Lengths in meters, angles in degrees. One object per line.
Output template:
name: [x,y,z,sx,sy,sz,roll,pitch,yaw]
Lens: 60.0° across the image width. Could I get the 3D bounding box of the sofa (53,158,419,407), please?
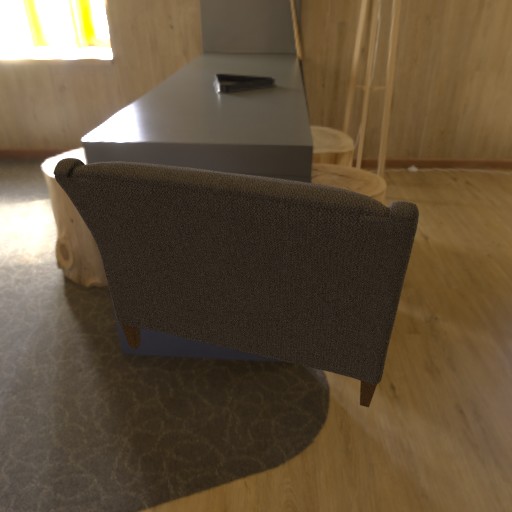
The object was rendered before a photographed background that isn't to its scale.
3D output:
sofa: [0.000,0.000,1.972,1.242,1.022,0.873,10,33,16]
